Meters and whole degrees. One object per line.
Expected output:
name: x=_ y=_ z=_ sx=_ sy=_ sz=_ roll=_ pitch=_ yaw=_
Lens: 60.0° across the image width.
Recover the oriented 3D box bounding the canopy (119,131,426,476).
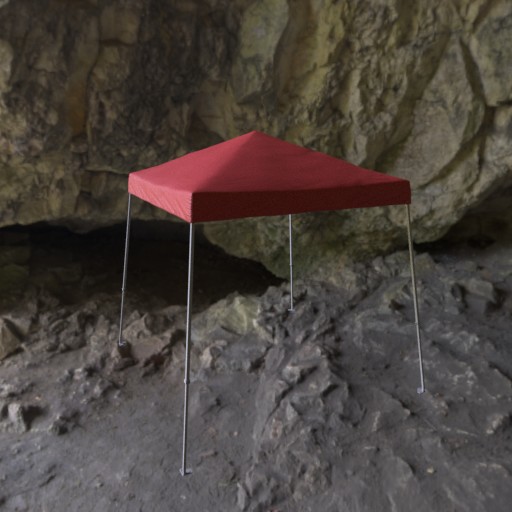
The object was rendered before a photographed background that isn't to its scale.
canopy: x=0.000 y=0.000 z=5.240 sx=2.849 sy=2.849 sz=2.848 roll=-7 pitch=16 yaw=-26
